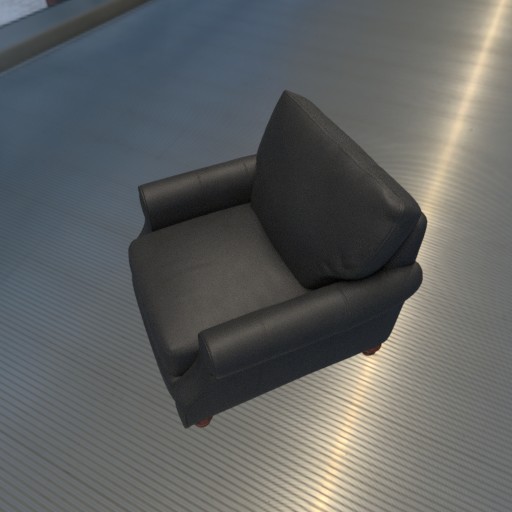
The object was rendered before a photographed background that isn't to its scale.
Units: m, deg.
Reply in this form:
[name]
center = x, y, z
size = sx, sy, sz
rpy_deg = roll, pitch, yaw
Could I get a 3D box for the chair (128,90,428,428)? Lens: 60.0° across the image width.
[chair]
center = 0.000, 0.000, 1.808
size = 1.027, 0.960, 1.015
rpy_deg = -14, 49, -13
